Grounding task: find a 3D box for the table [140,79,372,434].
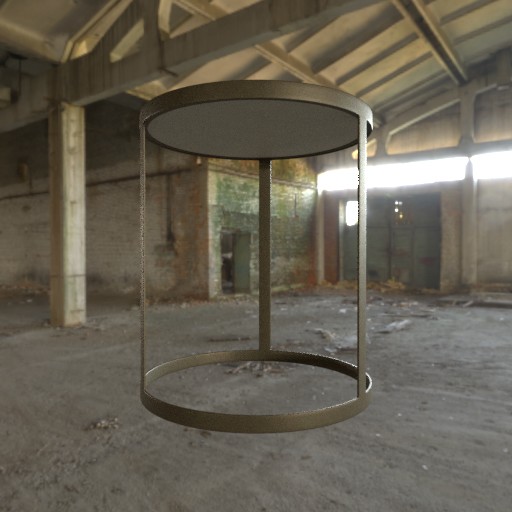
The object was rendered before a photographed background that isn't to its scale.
[{"bbox_3d":[0.000,0.000,0.947,0.480,0.565,0.480,0,0,0],"label":"table"}]
